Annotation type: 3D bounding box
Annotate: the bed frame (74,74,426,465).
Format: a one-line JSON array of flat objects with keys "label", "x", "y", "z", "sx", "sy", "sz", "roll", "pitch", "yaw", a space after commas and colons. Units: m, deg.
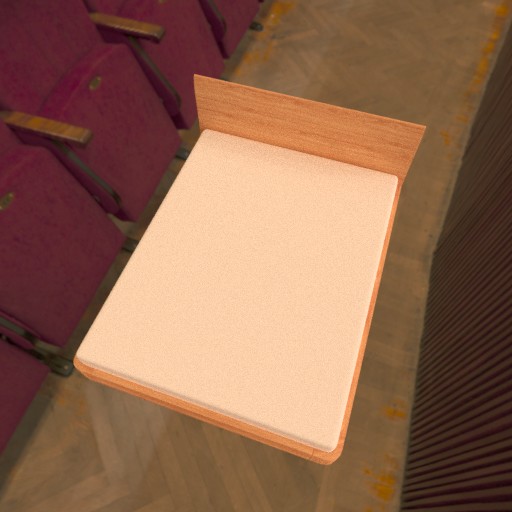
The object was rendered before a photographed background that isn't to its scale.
[{"label": "bed frame", "x": 0.000, "y": 0.000, "z": 2.954, "sx": 1.660, "sy": 0.940, "sz": 2.092, "roll": 16, "pitch": 60, "yaw": 10}]
